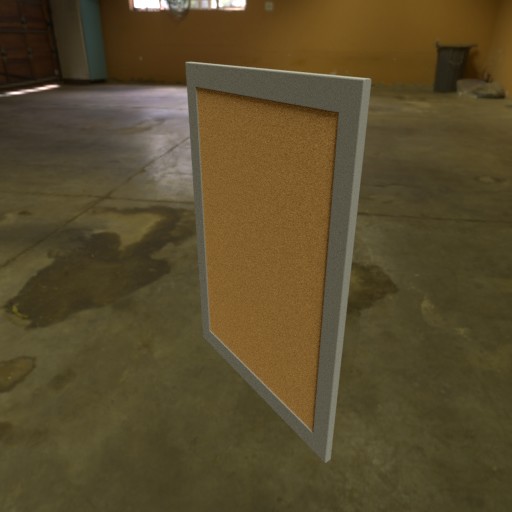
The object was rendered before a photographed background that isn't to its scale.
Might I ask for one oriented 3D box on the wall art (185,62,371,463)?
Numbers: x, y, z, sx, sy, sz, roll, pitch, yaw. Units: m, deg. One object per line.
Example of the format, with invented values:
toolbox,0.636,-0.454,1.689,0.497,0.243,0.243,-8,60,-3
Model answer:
wall art,0.000,0.000,0.677,0.012,0.529,0.374,-17,31,-31
